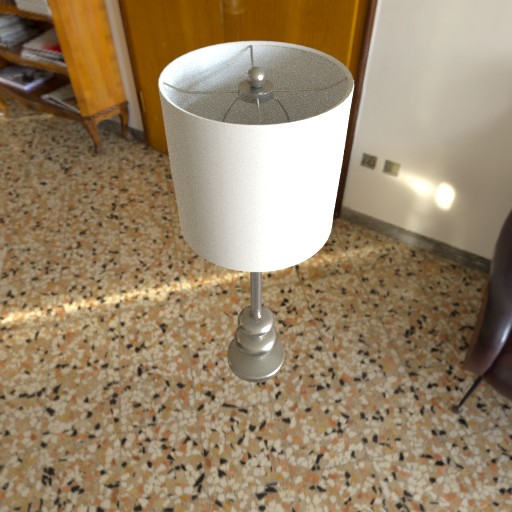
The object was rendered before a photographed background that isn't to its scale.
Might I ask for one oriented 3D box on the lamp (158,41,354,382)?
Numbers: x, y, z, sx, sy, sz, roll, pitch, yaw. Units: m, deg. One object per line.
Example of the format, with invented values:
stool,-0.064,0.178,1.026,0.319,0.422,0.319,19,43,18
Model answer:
lamp,0.000,0.000,0.815,0.254,0.690,0.254,-2,45,-2
